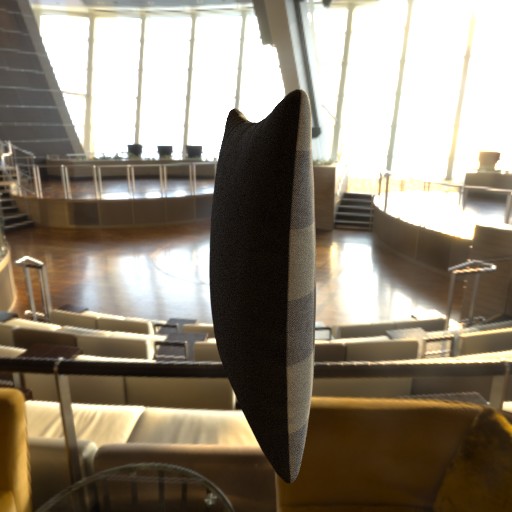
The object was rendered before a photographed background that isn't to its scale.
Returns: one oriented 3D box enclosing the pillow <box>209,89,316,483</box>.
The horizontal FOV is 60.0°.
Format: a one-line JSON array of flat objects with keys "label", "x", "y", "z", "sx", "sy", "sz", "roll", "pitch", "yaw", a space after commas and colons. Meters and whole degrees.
[{"label": "pillow", "x": 0.000, "y": 0.000, "z": 0.773, "sx": 0.161, "sy": 0.509, "sz": 0.511, "roll": -3, "pitch": 16, "yaw": -10}]
